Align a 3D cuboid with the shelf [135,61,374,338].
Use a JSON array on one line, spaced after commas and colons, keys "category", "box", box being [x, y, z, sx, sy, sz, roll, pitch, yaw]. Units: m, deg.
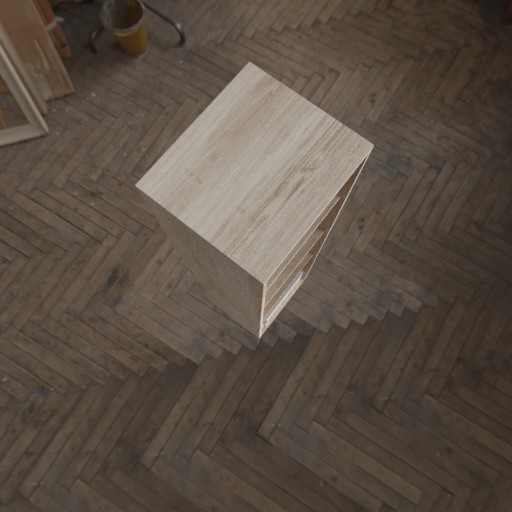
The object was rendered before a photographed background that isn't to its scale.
[{"category": "shelf", "box": [0.000, 0.000, 2.183, 0.450, 1.960, 0.510, 37, 78, 9]}]
